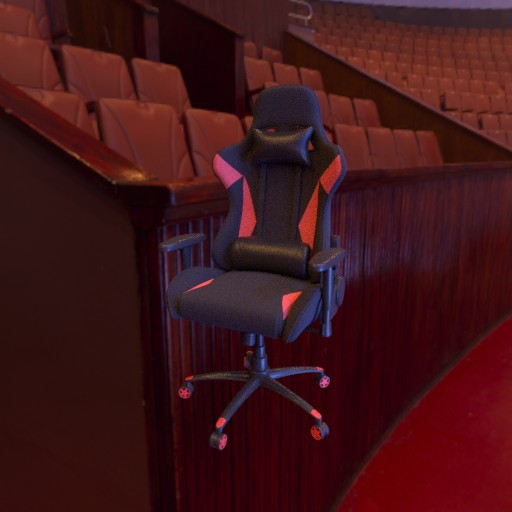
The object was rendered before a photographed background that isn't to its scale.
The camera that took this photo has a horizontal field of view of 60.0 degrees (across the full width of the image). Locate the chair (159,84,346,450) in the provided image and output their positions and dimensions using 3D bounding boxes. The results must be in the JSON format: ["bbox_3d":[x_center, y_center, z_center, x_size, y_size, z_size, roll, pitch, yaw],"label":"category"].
[{"bbox_3d":[0.000,0.000,1.744,0.695,1.326,0.658,7,15,27],"label":"chair"}]
